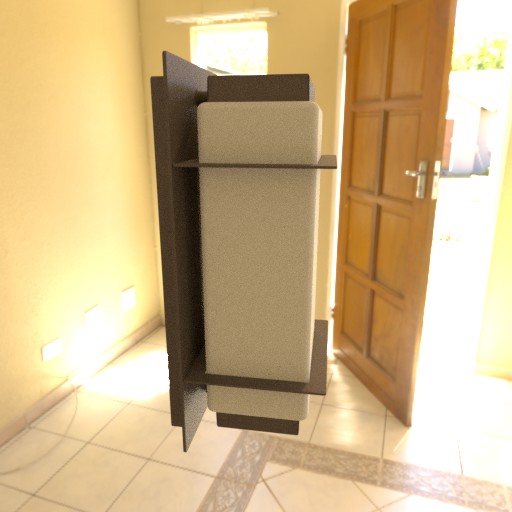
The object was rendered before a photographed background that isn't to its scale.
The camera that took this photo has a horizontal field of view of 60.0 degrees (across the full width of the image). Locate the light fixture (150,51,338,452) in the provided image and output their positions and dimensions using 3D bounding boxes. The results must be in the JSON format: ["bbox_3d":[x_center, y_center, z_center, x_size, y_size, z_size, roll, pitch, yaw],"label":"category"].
[{"bbox_3d":[0.000,0.000,0.431,0.146,0.347,0.153,3,16,9],"label":"light fixture"}]
